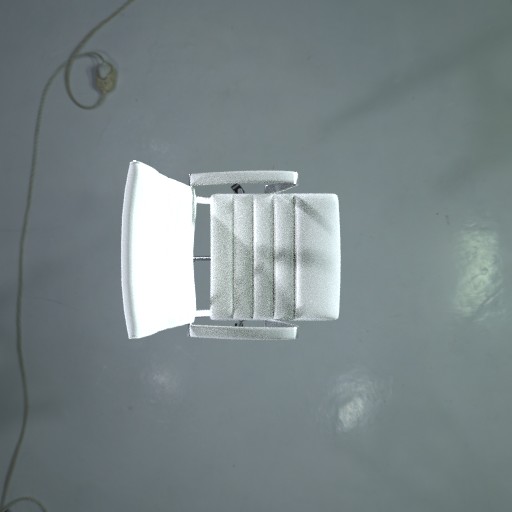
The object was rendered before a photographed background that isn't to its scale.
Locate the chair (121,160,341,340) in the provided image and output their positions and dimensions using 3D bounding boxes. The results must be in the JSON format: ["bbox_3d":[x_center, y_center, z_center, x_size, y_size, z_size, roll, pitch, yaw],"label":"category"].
[{"bbox_3d":[0.000,0.000,1.657,0.739,1.149,0.766,0,88,-1],"label":"chair"}]
